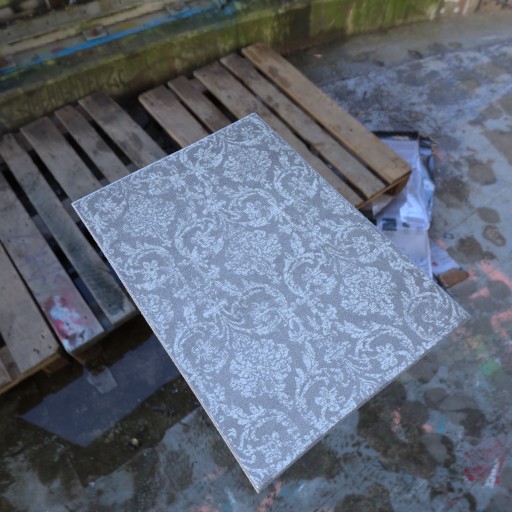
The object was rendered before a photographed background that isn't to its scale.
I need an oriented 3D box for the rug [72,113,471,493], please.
[{"bbox_3d":[0.000,0.000,2.865,1.578,0.014,2.206,-32,64,-18],"label":"rug"}]
